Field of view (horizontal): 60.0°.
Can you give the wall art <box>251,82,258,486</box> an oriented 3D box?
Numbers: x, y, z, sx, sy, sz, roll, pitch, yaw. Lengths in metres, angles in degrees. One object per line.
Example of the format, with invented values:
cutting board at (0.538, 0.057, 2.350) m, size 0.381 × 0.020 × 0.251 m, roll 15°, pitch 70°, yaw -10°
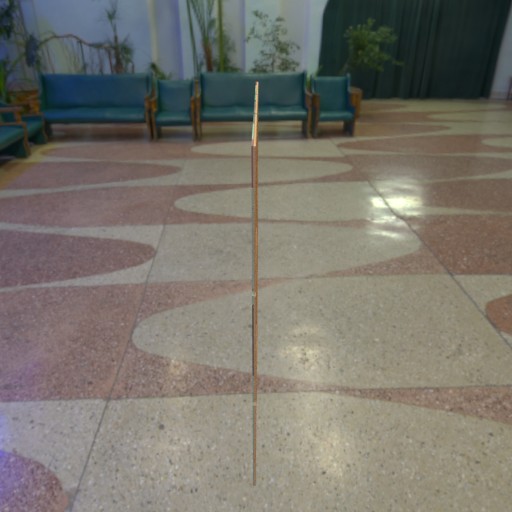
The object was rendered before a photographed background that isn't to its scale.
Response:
wall art at (0.000, 0.000, 2.297) m, size 0.013 × 1.519 × 1.521 m, roll 0°, pitch 28°, yaw 0°
